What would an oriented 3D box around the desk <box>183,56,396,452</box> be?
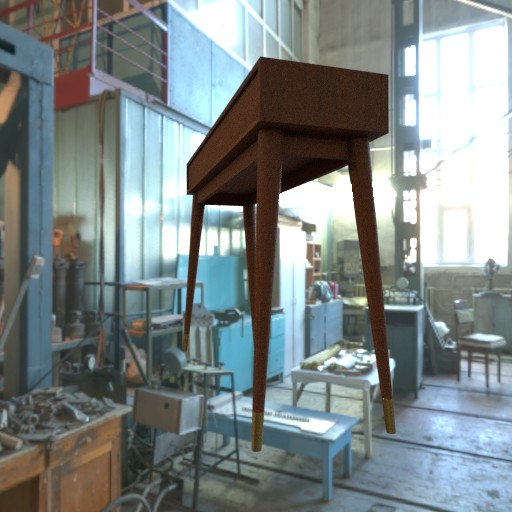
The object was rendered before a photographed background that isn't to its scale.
[{"bbox_3d":[0.000,0.000,1.651,0.384,0.917,1.204,0,-1,-17],"label":"desk"}]
